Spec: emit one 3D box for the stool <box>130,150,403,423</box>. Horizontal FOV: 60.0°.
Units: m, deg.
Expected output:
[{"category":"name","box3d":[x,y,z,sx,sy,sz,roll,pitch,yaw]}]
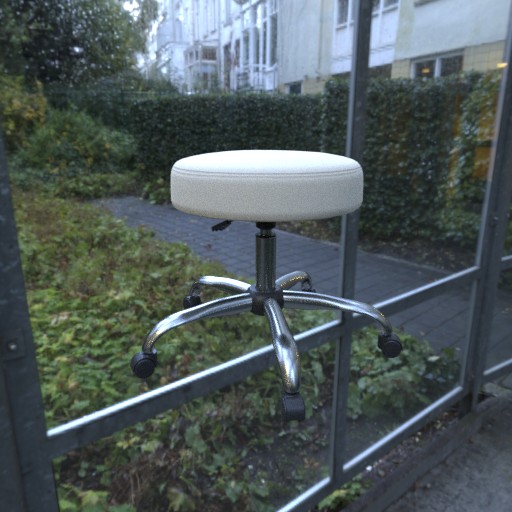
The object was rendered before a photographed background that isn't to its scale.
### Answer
[{"category":"stool","box3d":[0.000,0.000,1.049,0.614,0.482,0.634,-8,18,-25]}]
